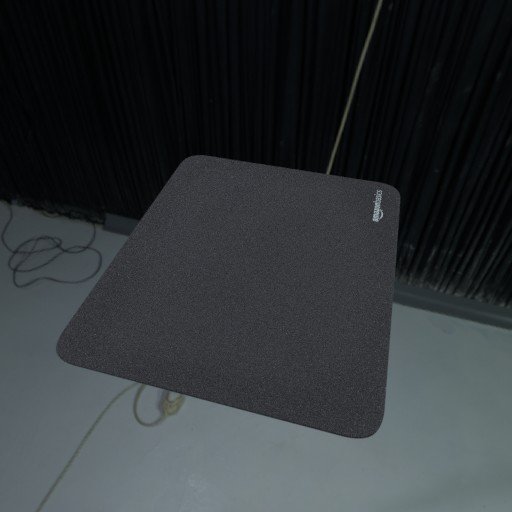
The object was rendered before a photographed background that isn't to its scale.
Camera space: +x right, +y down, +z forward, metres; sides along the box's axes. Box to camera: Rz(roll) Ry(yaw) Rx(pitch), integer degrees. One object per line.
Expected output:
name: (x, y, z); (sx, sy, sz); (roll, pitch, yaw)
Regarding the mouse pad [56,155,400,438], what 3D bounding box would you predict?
mouse pad: (0.000, 0.000, 0.441); (0.269, 0.002, 0.315); (11, 46, 11)
